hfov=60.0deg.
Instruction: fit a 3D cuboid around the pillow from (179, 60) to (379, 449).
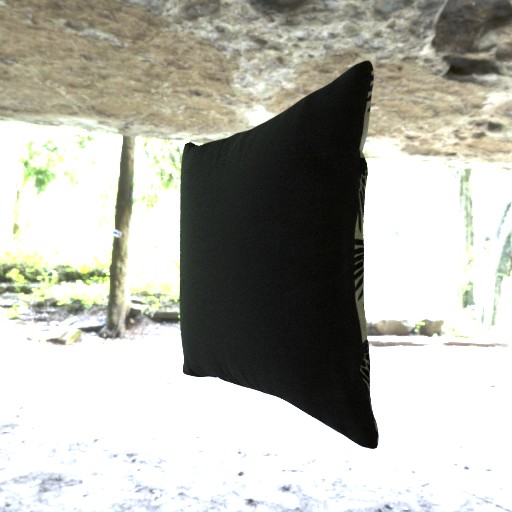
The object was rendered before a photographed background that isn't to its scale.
[{"bbox_3d":[0.000,0.000,0.659,0.139,0.432,0.432,1,-2,-37],"label":"pillow"}]
